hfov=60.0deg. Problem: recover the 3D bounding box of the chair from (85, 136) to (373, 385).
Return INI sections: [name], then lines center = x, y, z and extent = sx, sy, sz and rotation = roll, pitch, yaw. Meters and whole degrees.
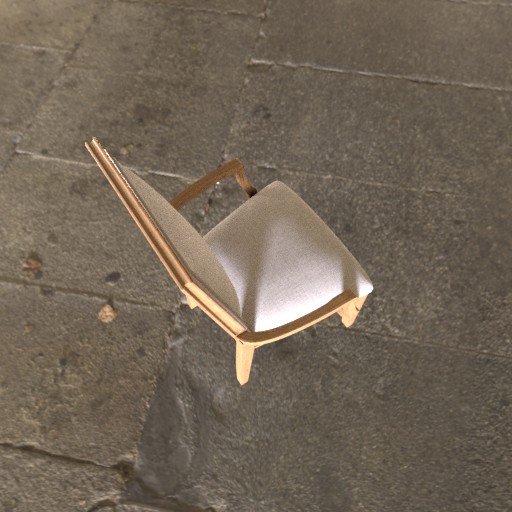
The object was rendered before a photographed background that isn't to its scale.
[chair]
center = 0.000, 0.000, 1.369
extent = 0.602, 0.990, 0.606
rotation = -31, 65, -16
